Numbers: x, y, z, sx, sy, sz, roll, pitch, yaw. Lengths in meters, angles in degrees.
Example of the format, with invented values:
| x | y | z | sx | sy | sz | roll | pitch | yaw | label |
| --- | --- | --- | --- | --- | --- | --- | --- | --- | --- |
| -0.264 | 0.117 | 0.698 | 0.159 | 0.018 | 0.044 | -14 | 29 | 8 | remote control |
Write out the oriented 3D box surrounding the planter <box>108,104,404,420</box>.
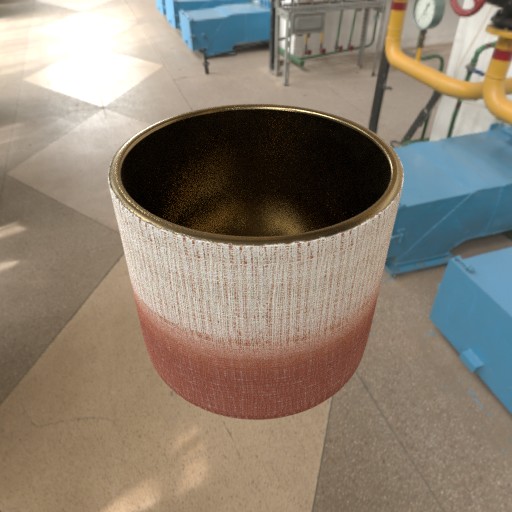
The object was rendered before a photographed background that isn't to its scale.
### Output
| x | y | z | sx | sy | sz | roll | pitch | yaw | label |
| --- | --- | --- | --- | --- | --- | --- | --- | --- | --- |
| 0.000 | 0.000 | 0.318 | 0.178 | 0.157 | 0.178 | 0 | 40 | 0 | planter |
